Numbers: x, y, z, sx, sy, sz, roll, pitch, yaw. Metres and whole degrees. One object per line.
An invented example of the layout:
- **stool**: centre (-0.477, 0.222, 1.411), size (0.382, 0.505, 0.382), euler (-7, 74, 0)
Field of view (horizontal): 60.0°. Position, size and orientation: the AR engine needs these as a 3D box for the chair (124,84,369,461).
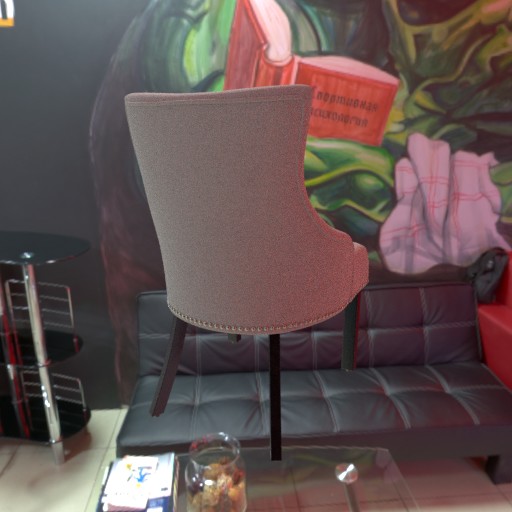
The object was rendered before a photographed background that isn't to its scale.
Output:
- **chair**: centre (0.000, 0.000, 1.339), size (0.566, 0.909, 0.629), euler (8, 17, 27)
